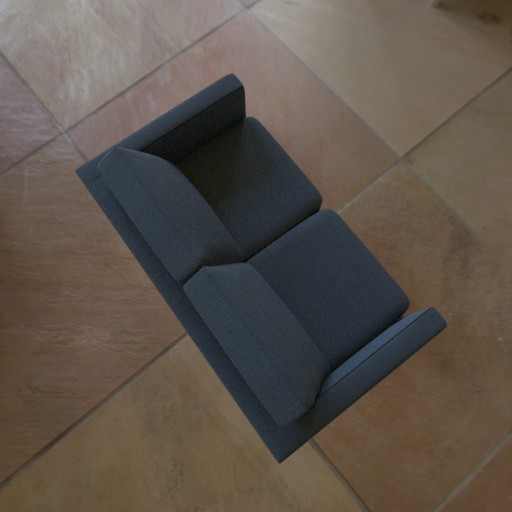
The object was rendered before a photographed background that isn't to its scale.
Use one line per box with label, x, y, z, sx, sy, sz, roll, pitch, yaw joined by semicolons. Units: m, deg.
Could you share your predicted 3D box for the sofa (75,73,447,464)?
sofa;0.000;0.000;2.323;0.999;0.907;1.659;-36;77;-9
